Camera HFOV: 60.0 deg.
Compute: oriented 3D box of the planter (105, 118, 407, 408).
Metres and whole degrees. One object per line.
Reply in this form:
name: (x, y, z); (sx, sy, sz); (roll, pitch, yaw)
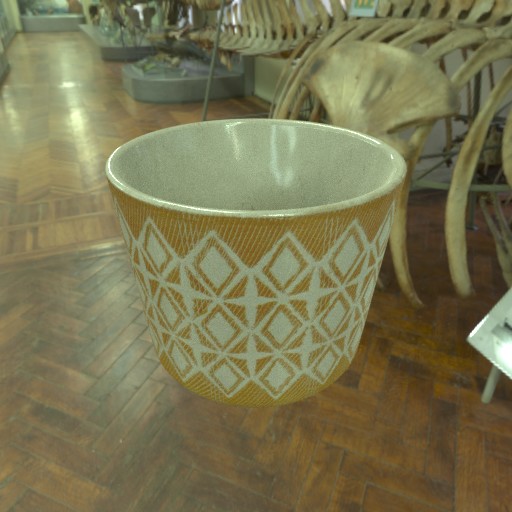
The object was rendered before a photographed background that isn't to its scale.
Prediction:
planter: (0.000, 0.000, 0.219); (0.126, 0.104, 0.126); (0, 30, 0)
